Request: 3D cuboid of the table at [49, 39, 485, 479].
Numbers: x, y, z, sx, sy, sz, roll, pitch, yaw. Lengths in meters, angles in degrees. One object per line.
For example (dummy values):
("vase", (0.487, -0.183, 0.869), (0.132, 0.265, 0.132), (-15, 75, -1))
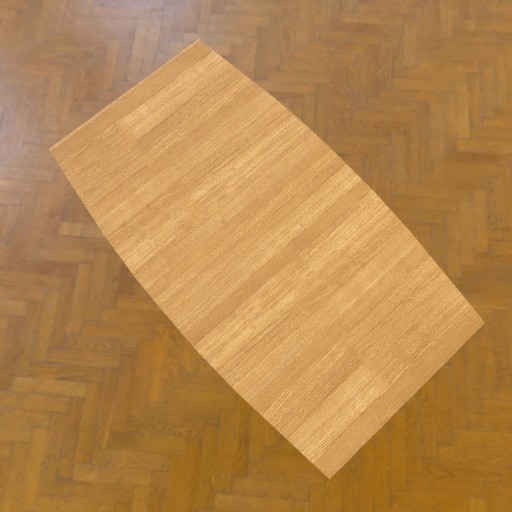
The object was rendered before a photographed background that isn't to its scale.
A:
("table", (0.000, 0.000, 2.030), (0.900, 0.748, 1.598), (-41, 79, -9))
